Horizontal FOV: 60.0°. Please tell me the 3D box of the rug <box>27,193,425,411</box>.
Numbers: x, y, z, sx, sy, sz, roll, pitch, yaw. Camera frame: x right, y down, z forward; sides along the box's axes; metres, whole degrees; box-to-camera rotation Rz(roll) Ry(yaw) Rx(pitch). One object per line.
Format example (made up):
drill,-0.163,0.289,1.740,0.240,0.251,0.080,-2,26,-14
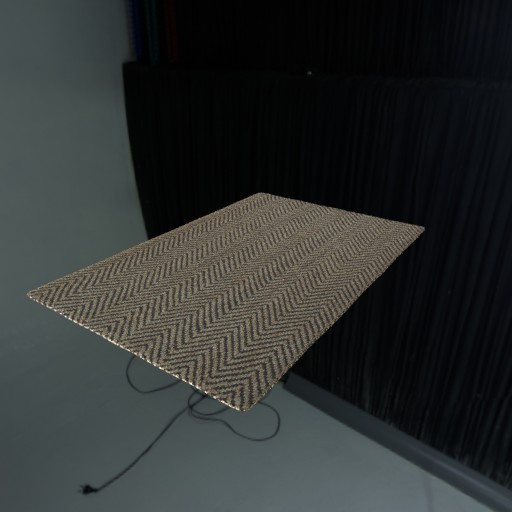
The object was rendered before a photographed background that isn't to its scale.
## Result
rug,0.000,0.000,2.316,1.219,0.008,1.828,17,30,31
